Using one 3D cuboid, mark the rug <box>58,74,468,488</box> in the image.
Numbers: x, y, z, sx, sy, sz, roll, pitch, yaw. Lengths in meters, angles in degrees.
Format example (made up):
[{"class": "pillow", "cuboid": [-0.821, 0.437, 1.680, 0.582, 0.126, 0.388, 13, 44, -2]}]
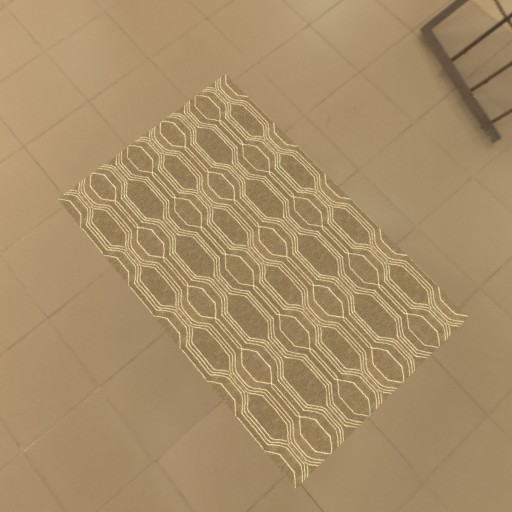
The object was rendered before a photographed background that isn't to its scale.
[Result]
[{"class": "rug", "cuboid": [0.000, 0.000, 2.999, 1.541, 0.012, 2.457, -40, 79, -10]}]
